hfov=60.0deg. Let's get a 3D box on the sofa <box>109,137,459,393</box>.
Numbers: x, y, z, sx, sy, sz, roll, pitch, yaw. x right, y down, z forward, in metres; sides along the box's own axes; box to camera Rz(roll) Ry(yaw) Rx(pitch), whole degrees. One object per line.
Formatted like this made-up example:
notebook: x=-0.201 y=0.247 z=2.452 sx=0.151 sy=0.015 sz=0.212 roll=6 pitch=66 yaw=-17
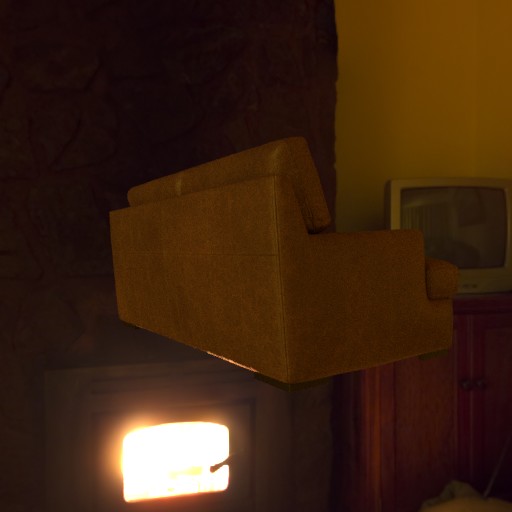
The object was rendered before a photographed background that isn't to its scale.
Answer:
sofa: x=0.000 y=0.000 z=2.542 sx=1.143 sy=0.939 sz=1.880 roll=-1 pitch=1 yaw=-35
